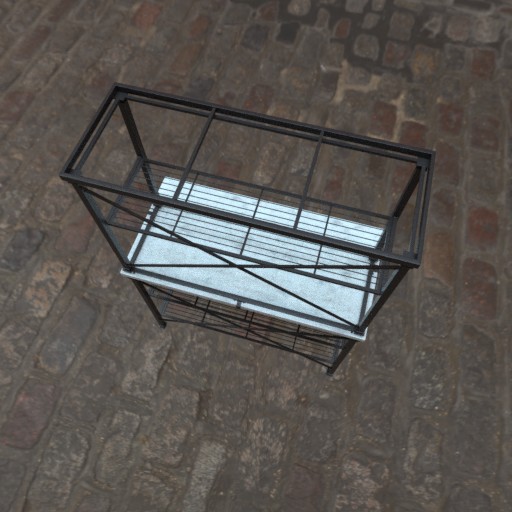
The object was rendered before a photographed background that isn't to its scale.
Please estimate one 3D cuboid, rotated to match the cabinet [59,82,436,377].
[{"bbox_3d":[0.000,0.000,2.258,1.210,1.659,0.610,14,64,7],"label":"cabinet"}]
